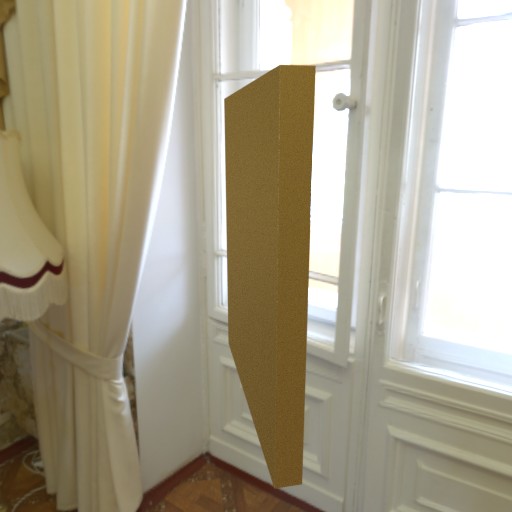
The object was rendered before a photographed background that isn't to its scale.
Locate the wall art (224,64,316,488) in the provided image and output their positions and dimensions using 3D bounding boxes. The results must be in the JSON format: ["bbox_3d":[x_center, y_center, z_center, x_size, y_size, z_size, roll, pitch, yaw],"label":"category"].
[{"bbox_3d":[0.000,0.000,0.897,0.048,0.642,0.537,-3,15,-11],"label":"wall art"}]
